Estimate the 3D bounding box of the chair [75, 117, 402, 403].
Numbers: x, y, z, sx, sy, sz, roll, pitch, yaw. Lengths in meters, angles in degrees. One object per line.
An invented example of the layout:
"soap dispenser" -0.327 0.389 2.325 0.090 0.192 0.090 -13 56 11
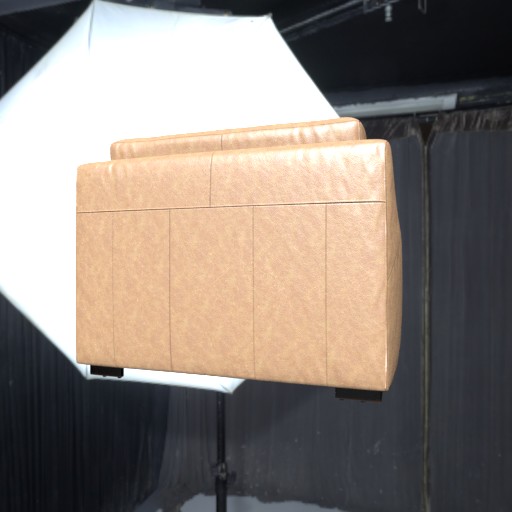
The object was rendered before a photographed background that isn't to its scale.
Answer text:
"chair" 0.000 0.000 2.035 1.276 0.978 1.050 0 0 18
